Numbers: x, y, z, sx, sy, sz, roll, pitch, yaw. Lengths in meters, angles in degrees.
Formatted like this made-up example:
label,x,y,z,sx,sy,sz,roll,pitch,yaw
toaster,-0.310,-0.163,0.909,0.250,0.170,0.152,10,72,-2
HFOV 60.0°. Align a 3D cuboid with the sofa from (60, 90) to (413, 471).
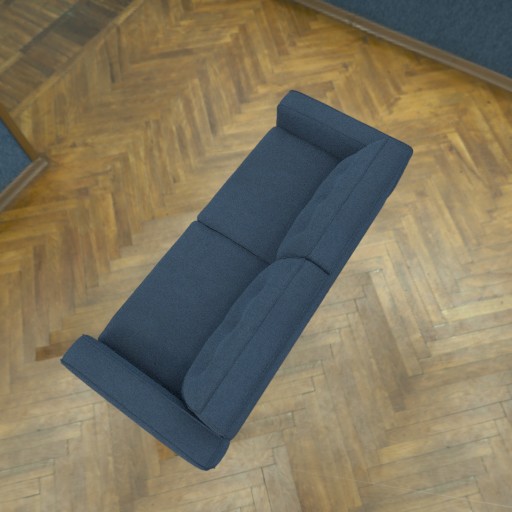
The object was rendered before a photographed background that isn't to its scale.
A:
label,x,y,z,sx,sy,sz,roll,pitch,yaw
sofa,0.000,0.000,2.701,0.953,0.782,2.270,31,69,14
